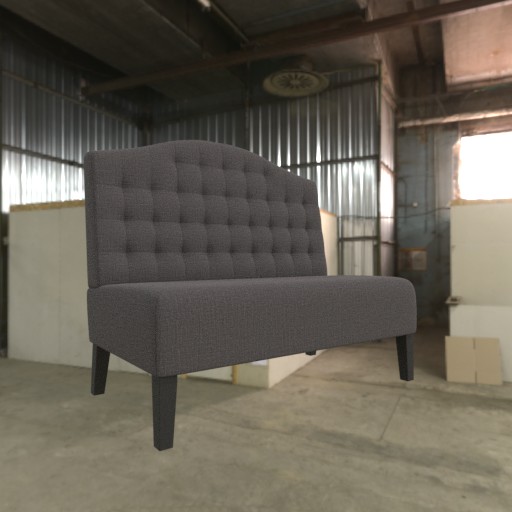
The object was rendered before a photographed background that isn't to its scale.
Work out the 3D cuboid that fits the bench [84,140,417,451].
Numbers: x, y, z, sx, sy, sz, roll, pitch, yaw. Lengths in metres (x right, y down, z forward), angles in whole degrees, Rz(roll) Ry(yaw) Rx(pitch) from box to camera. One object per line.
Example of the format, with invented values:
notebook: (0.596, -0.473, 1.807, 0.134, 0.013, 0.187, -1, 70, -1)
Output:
bench: (0.000, 0.000, 2.033, 1.335, 1.180, 0.815, 0, 0, -36)
